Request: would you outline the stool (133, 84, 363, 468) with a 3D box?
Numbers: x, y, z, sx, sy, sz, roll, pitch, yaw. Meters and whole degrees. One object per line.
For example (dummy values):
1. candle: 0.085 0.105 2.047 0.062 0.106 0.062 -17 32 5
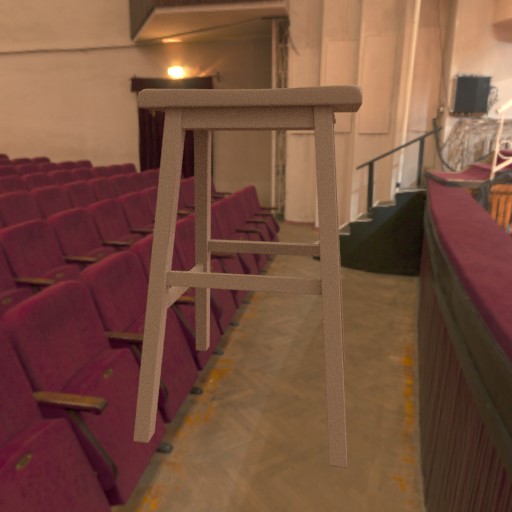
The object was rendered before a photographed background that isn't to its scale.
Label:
1. stool: 0.000 0.000 1.062 0.457 0.737 0.476 3 15 10
